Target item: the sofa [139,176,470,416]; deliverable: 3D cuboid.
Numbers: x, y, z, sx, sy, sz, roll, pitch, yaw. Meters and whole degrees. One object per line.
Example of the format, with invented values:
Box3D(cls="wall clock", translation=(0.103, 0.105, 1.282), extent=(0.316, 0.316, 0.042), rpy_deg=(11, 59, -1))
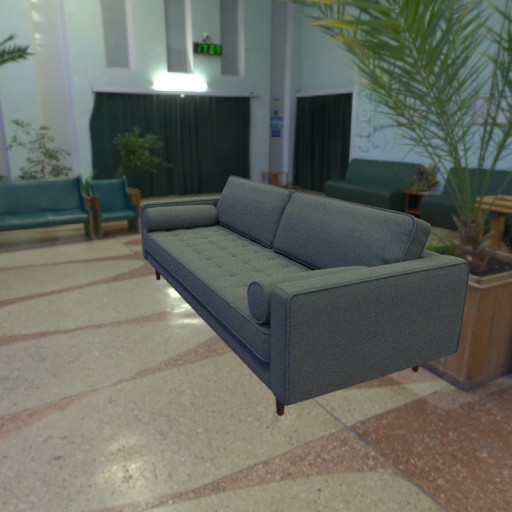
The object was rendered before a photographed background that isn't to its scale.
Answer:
Box3D(cls="sofa", translation=(0.000, 0.000, 2.632), extent=(0.914, 0.762, 2.198), rpy_deg=(-8, 18, -26))
